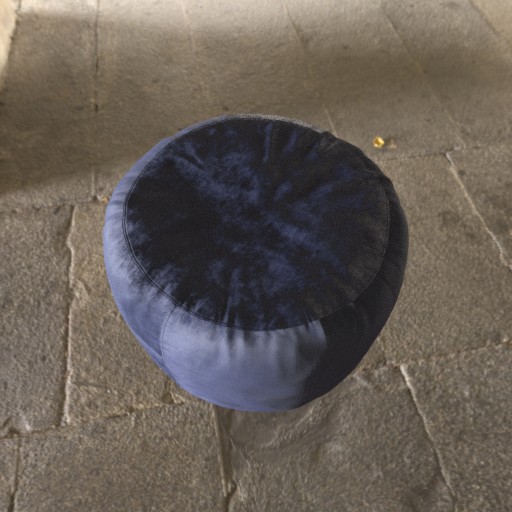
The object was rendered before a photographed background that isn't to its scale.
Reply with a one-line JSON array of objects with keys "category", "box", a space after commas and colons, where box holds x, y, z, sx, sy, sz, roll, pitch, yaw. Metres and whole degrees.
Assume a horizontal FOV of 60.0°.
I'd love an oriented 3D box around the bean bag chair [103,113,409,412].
[{"category": "bean bag chair", "box": [0.000, 0.000, 1.950, 1.219, 0.762, 1.219, 0, 58, 0]}]
